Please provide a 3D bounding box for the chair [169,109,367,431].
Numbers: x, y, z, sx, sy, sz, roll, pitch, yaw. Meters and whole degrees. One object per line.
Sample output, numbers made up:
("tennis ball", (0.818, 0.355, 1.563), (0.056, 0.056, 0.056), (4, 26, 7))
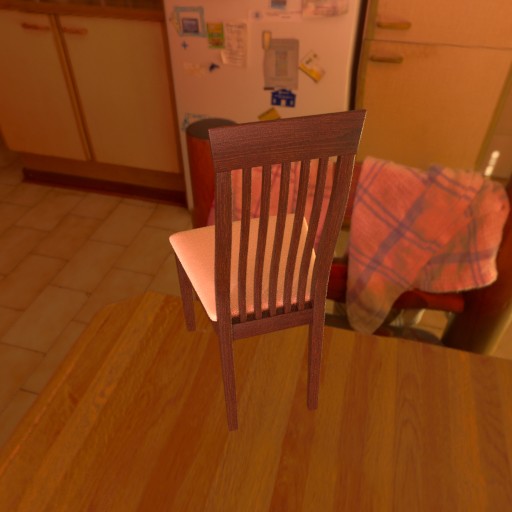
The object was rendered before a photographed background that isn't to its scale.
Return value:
("chair", (0.000, 0.000, 1.277), (0.460, 1.027, 0.474), (-10, 42, -11))
